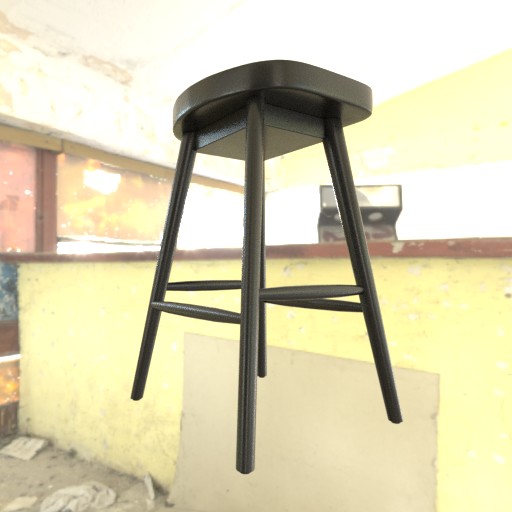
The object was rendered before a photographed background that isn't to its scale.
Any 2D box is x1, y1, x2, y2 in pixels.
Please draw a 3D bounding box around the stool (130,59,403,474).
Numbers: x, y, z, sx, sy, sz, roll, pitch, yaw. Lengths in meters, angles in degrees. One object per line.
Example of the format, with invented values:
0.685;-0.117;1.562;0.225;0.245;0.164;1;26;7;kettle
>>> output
0.000;0.000;0.891;0.361;0.615;0.440;1;-2;-36;stool
